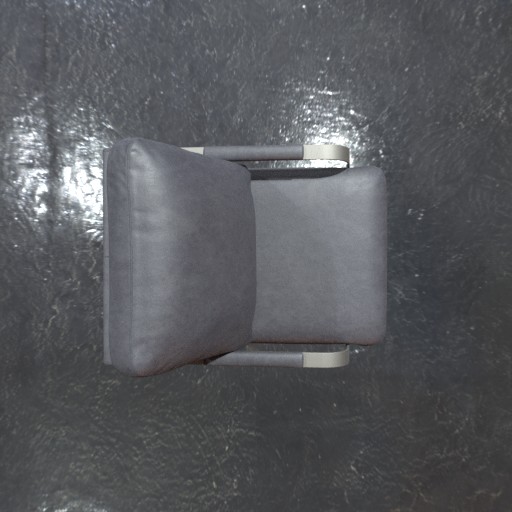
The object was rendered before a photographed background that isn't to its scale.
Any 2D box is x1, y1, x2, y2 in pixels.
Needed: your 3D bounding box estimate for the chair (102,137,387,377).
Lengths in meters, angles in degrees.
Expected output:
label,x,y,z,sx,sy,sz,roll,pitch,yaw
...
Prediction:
label,x,y,z,sx,sy,sz,roll,pitch,yaw
chair,0.000,0.000,1.478,0.878,0.839,0.692,0,91,0
